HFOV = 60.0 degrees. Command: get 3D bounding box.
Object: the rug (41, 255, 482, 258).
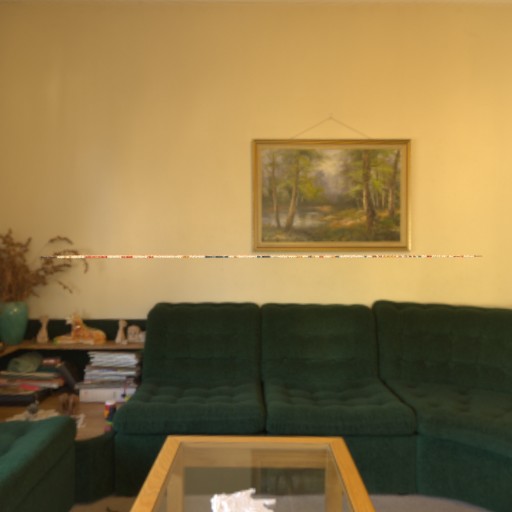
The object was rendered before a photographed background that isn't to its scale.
[{"bbox_3d":[0.000,0.000,3.186,2.584,0.010,1.523,0,0,-17],"label":"rug"}]
